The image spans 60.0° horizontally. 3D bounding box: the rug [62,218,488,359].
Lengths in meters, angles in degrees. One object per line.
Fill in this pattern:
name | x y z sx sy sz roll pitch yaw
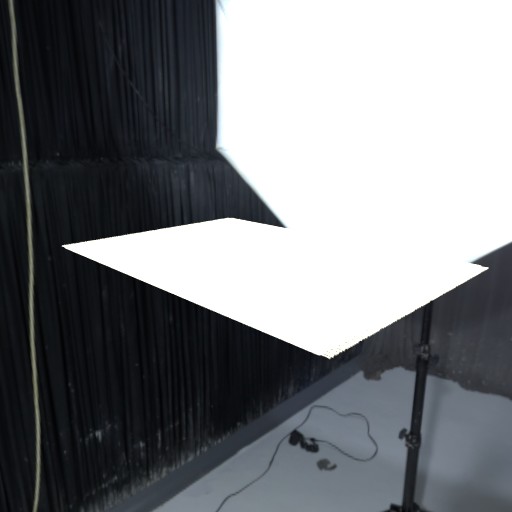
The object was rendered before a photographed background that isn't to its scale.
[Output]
rug | 0.000 0.000 2.771 1.514 0.011 2.233 -14 21 -43
